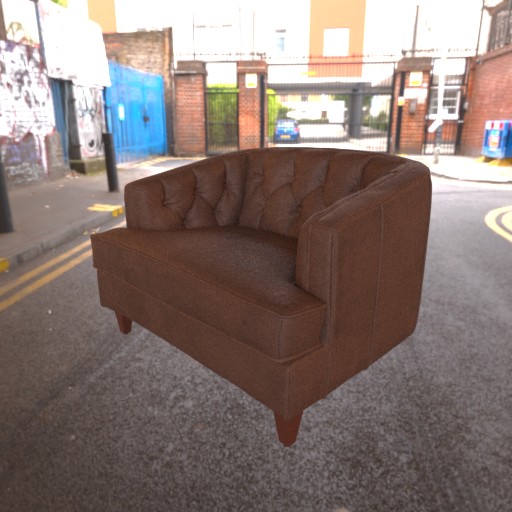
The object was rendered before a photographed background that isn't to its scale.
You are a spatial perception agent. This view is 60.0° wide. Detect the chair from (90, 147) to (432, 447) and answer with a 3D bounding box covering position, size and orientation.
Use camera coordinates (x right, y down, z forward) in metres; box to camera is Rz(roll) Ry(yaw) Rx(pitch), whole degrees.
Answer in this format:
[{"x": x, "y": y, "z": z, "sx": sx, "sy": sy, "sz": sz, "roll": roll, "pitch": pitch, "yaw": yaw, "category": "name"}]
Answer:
[{"x": 0.000, "y": 0.000, "z": 1.717, "sx": 0.914, "sy": 0.787, "sz": 1.118, "roll": -15, "pitch": 23, "yaw": -41, "category": "chair"}]
